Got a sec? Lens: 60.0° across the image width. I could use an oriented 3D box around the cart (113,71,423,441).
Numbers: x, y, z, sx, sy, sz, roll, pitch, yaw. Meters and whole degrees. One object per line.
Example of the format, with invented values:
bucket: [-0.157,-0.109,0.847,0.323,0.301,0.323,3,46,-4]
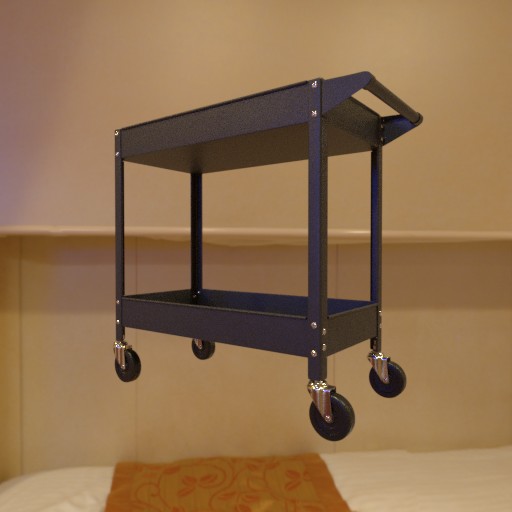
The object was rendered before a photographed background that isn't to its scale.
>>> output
cart: [0.000,0.000,1.190,0.779,0.719,0.366,1,1,36]
